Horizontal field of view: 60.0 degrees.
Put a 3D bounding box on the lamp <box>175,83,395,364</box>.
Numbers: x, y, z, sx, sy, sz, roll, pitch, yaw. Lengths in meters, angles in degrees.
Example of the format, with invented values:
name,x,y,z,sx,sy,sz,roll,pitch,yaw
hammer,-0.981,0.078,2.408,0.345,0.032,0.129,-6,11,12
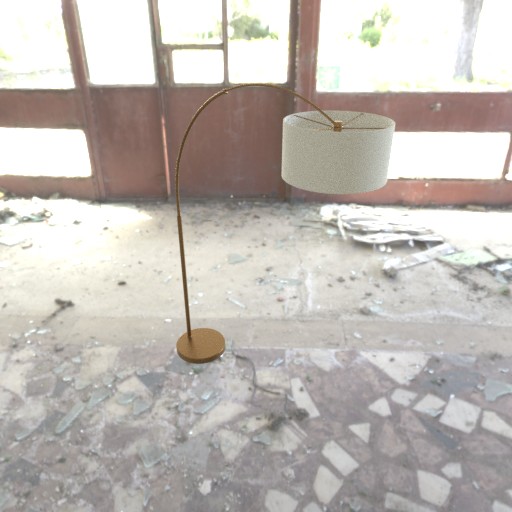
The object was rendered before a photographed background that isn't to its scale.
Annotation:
name,x,y,z,sx,sy,sz,roll,pitch,yaw
lamp,0.000,0.000,2.635,1.434,1.927,0.493,20,34,33
